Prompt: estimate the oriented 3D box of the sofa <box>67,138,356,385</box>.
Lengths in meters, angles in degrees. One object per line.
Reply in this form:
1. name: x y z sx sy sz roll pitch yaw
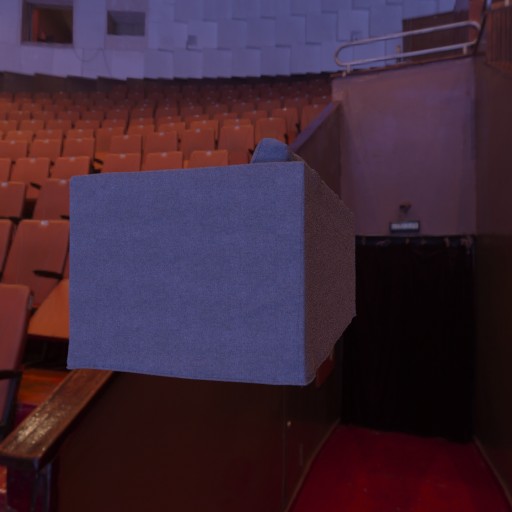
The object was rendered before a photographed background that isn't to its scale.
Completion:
1. sofa: 0.000 0.000 2.474 0.953 0.855 1.982 0 0 17
